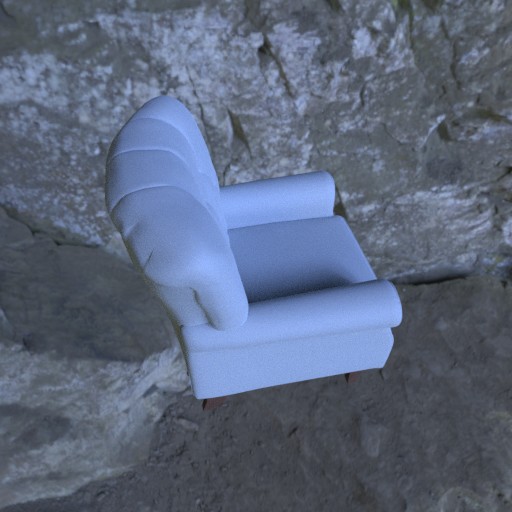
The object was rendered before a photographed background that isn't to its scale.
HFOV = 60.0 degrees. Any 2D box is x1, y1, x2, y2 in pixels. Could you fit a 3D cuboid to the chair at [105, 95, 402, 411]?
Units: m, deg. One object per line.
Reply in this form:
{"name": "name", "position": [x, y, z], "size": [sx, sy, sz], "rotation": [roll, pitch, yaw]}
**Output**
{"name": "chair", "position": [0.000, 0.000, 2.057], "size": [1.128, 1.217, 1.090], "rotation": [-8, 45, -8]}
